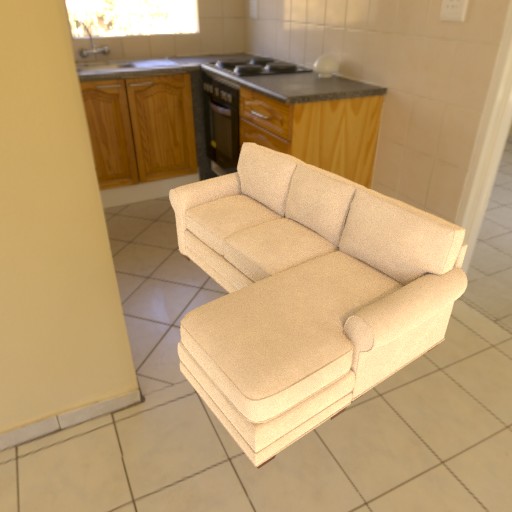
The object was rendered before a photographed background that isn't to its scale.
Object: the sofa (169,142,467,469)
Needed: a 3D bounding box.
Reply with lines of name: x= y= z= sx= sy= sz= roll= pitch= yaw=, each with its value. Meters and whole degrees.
sofa: x=0.000 y=0.000 z=2.392 sx=1.226 sy=0.734 sz=1.770 roll=-20 pitch=37 yaw=-30
